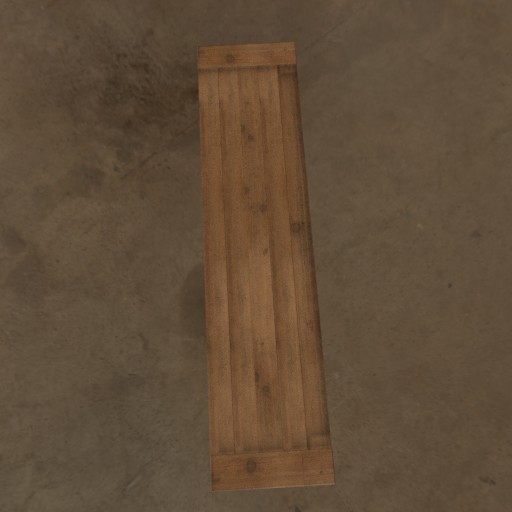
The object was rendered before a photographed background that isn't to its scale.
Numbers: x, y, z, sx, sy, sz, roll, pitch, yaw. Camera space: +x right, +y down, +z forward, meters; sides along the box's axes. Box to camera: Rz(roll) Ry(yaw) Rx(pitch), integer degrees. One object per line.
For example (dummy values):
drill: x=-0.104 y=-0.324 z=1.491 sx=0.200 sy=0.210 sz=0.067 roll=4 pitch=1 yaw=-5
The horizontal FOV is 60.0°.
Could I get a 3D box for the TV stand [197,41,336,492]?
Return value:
TV stand: x=0.000 y=0.000 z=2.031 sx=0.453 sy=0.573 sz=1.804 roll=-3 pitch=76 yaw=-1
